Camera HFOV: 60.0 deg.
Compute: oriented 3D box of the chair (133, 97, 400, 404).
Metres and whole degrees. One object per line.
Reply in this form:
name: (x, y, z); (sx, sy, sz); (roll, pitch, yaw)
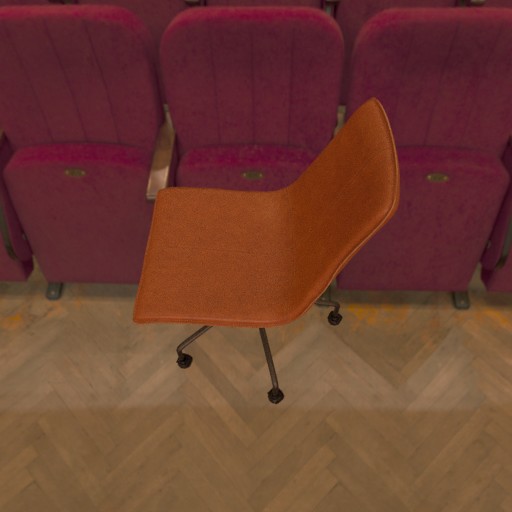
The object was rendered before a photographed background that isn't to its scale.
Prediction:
chair: (0.000, 0.000, 1.331); (0.660, 0.920, 0.651); (2, 57, 1)
